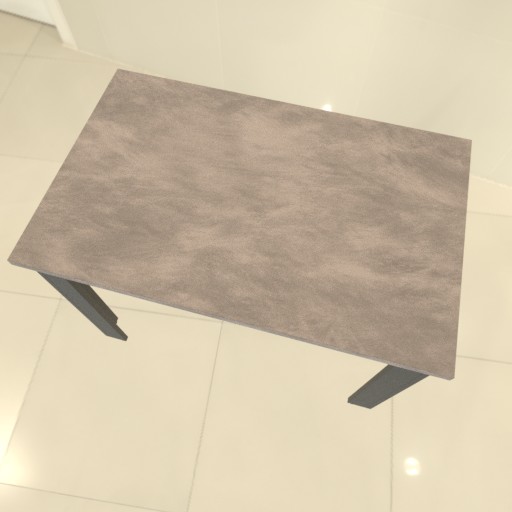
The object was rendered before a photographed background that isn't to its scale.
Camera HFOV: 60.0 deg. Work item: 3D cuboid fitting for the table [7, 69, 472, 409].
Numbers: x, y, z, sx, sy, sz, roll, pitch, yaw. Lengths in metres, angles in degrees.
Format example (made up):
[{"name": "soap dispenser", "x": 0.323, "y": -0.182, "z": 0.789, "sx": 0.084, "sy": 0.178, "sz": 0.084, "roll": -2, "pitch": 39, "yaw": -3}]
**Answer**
[{"name": "table", "x": 0.000, "y": 0.000, "z": 1.520, "sx": 1.100, "sy": 0.734, "sz": 0.700, "roll": 14, "pitch": 65, "yaw": 7}]
